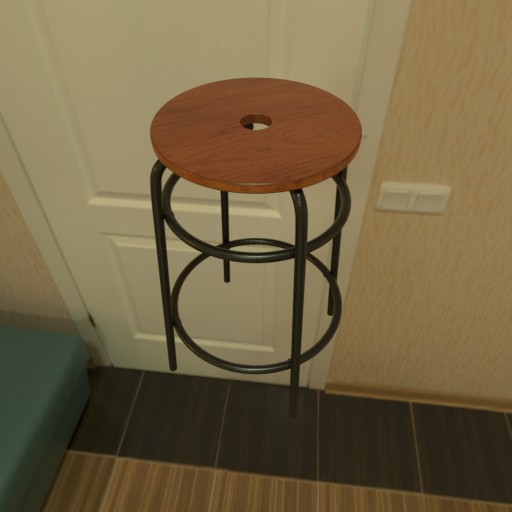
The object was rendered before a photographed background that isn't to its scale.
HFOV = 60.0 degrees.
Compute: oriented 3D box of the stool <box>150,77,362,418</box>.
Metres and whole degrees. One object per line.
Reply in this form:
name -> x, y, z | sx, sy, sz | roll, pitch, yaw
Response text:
stool -> 0.000, 0.000, 0.924 | 0.455, 0.610, 0.455 | -16, 48, -16
